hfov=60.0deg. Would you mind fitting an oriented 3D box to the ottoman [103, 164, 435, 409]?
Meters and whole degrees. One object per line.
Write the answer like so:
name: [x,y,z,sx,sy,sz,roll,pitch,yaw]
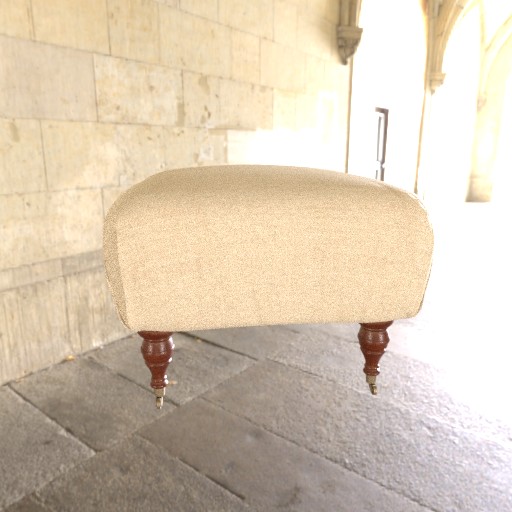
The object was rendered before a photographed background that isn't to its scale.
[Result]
ottoman: [0.000,0.000,1.132,0.622,0.450,0.747,-2,14,-6]
